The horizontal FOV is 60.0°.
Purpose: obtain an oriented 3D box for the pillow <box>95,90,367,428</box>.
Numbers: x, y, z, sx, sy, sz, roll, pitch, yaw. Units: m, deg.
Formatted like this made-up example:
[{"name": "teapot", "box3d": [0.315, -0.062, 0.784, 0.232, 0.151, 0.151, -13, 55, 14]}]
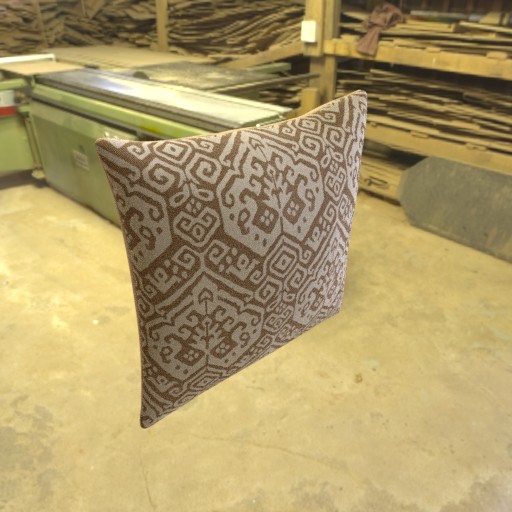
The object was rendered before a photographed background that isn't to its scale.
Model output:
[{"name": "pillow", "box3d": [0.000, 0.000, 0.635, 0.419, 0.407, 0.173, -23, 37, -34]}]
